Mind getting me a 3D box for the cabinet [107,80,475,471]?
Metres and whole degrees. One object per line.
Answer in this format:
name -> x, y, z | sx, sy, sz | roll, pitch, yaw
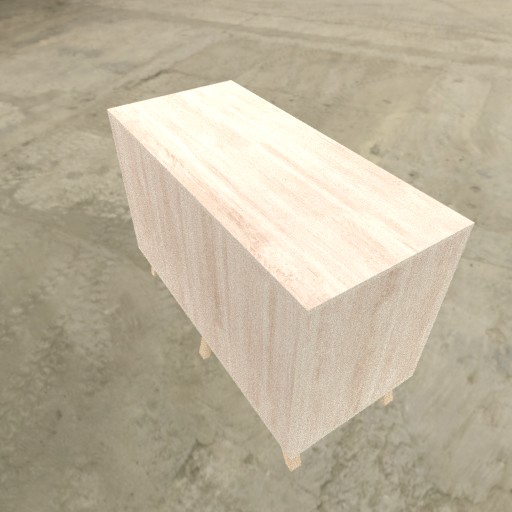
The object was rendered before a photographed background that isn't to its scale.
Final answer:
cabinet -> 0.000, 0.000, 1.544 | 0.500, 0.780, 1.110 | -24, 46, -24
